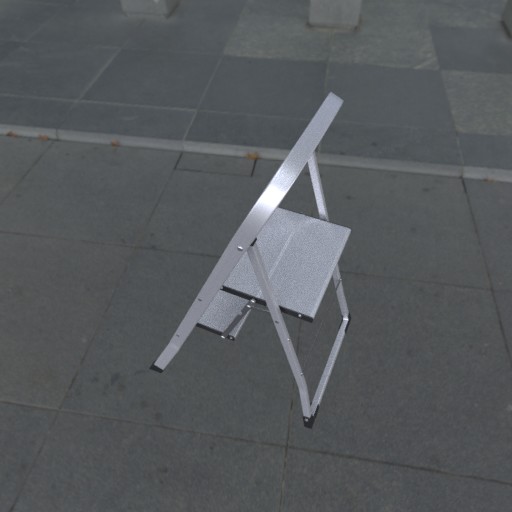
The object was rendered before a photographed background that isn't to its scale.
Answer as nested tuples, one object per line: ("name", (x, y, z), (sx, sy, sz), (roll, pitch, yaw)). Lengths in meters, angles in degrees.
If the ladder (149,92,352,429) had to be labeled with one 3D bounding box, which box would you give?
("ladder", (0.000, 0.000, 1.157), (0.530, 0.830, 0.465), (18, 51, 16))
